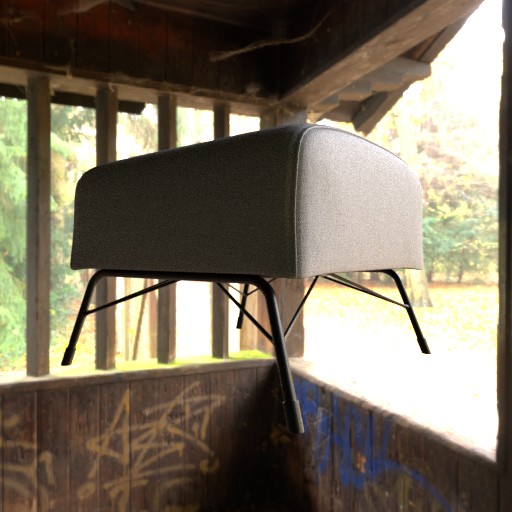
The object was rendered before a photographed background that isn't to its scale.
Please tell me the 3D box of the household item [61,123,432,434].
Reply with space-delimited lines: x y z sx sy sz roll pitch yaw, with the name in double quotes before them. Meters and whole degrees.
"household item" 0.000 0.000 0.882 0.530 0.410 0.530 0 0 37
